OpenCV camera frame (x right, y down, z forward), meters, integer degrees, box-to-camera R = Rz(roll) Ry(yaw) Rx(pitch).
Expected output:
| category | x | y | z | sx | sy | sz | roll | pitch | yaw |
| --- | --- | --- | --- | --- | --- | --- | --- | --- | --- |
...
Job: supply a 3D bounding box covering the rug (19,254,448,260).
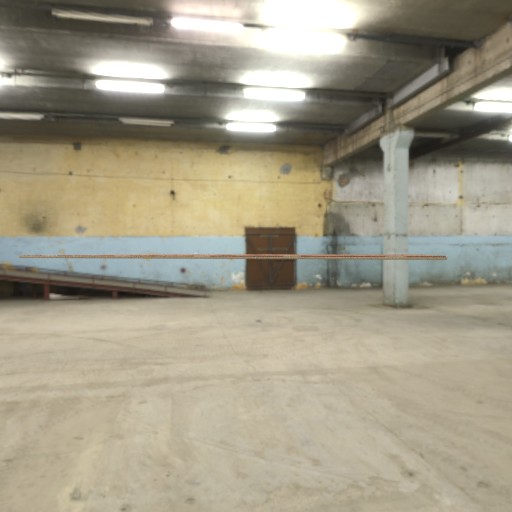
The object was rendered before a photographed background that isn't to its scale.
| category | x | y | z | sx | sy | sz | roll | pitch | yaw |
| --- | --- | --- | --- | --- | --- | --- | --- | --- | --- |
| rug | 0.000 | 0.000 | 4.115 | 3.049 | 0.021 | 2.466 | 0 | 0 | 18 |
